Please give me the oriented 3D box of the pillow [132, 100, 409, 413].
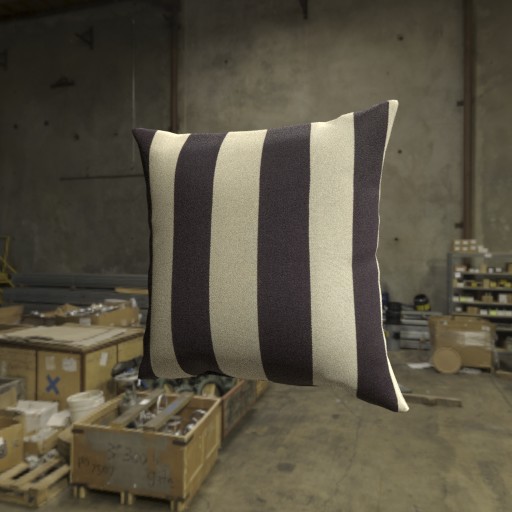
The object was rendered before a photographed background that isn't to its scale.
[{"bbox_3d":[0.000,0.000,0.821,0.536,0.526,0.189,0,0,17],"label":"pillow"}]
